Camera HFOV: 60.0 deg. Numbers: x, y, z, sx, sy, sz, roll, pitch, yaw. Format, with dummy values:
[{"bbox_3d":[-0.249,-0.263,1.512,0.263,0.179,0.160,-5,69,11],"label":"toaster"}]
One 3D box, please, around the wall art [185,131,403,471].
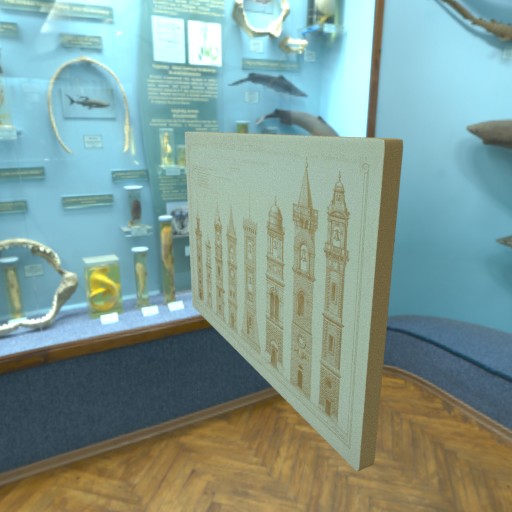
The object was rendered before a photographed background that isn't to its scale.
[{"bbox_3d":[0.000,0.000,0.478,0.019,0.254,0.380,-8,18,-26],"label":"wall art"}]
